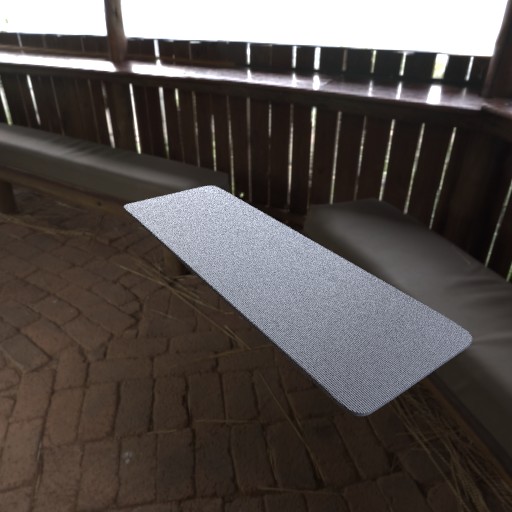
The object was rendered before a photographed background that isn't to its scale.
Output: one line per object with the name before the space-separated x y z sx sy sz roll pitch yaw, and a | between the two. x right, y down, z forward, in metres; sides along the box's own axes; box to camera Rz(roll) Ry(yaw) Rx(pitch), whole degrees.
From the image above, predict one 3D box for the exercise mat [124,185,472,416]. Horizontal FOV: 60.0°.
exercise mat | 0.000 0.000 2.083 0.616 0.021 1.884 -19 35 -30
